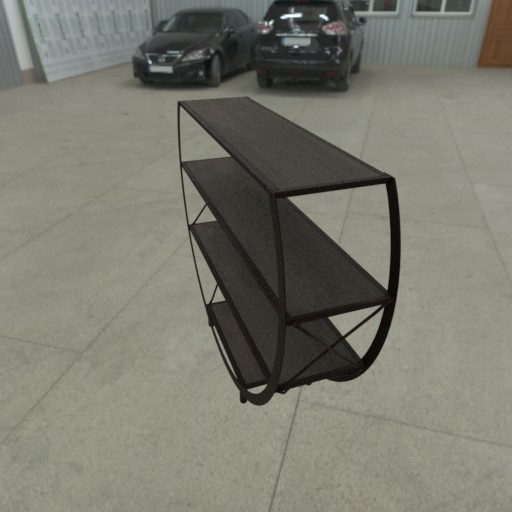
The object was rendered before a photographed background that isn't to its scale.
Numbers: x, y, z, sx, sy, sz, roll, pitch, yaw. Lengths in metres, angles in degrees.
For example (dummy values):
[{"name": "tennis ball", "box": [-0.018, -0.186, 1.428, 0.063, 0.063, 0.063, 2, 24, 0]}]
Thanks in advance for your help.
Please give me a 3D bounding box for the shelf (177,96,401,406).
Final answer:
[{"name": "shelf", "box": [0.000, 0.000, 1.866, 0.344, 1.063, 1.403, -10, 31, -17]}]
